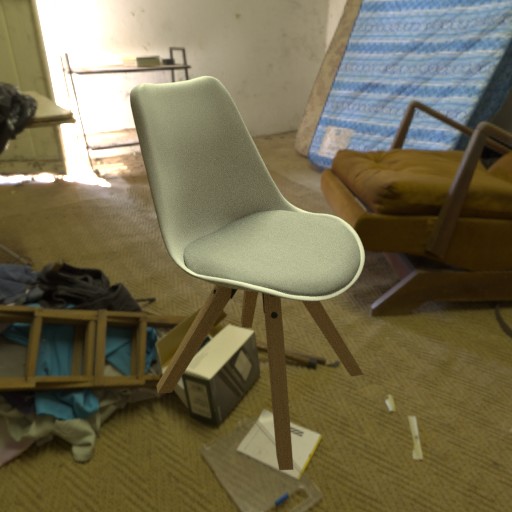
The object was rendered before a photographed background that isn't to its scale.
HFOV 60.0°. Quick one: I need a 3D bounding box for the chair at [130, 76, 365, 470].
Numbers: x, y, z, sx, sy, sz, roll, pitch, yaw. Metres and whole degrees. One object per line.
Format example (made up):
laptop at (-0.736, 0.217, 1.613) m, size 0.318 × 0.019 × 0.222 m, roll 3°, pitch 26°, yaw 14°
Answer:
chair at (0.000, 0.000, 1.180) m, size 0.550 × 0.850 × 0.485 m, roll 18°, pitch 32°, yaw 32°
